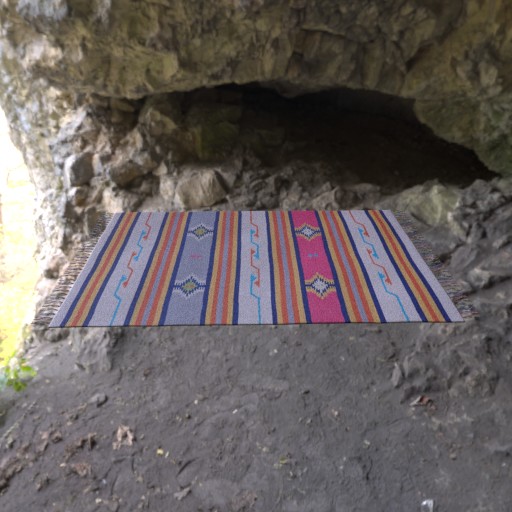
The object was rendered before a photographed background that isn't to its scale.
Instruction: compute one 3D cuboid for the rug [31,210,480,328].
[{"bbox_3d":[0.000,0.000,2.253,1.849,0.013,1.084,-1,31,-1],"label":"rug"}]
